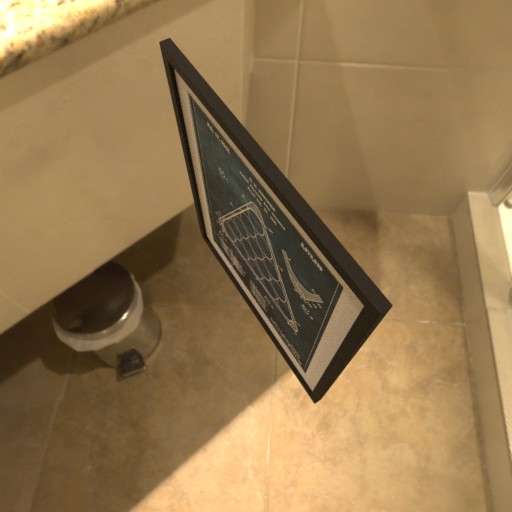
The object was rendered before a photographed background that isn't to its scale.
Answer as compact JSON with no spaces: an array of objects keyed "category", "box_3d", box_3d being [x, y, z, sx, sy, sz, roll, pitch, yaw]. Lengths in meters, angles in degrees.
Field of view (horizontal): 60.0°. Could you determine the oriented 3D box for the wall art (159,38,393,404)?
[{"category":"wall art","box_3d":[0.000,0.000,1.223,0.028,0.863,0.755,-30,67,-14]}]
